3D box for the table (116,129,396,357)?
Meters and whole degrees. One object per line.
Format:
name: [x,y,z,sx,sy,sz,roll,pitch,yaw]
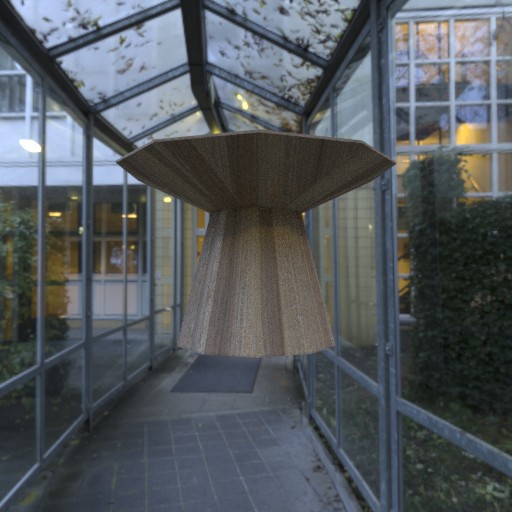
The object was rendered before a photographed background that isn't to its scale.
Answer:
table: [0.000,0.000,1.955,1.186,0.752,1.186,0,-2,0]
